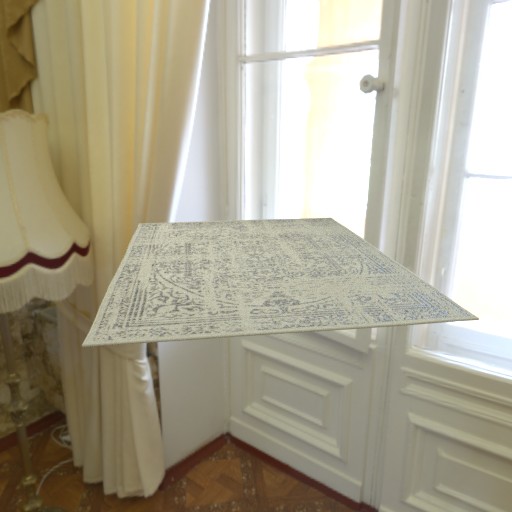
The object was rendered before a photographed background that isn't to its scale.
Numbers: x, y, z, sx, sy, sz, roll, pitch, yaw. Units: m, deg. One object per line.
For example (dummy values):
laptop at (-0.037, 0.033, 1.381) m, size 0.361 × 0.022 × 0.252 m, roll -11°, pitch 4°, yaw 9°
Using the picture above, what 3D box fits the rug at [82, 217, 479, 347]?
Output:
rug at (0.000, 0.000, 3.887) m, size 2.311 × 0.032 × 2.921 m, roll -2°, pitch 17°, yaw -8°
